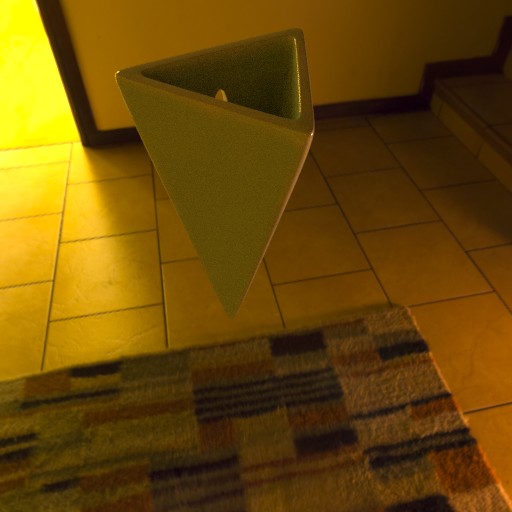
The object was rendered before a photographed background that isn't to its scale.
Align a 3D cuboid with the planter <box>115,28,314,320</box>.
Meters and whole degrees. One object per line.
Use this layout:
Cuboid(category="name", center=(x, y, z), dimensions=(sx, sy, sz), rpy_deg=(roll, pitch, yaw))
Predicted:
Cuboid(category="planter", center=(0.000, 0.000, 0.216), dimensions=(0.080, 0.178, 0.064), rpy_deg=(-24, 51, -21))
